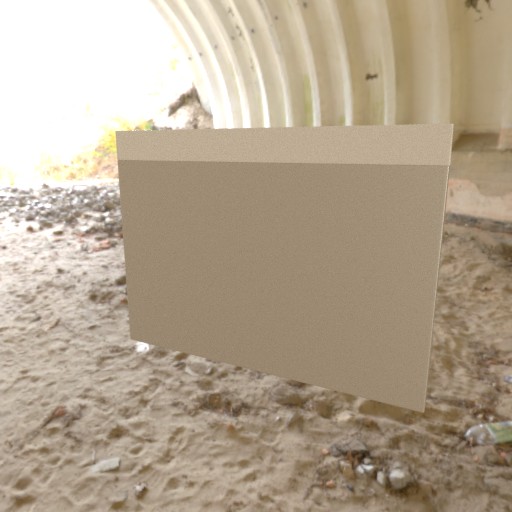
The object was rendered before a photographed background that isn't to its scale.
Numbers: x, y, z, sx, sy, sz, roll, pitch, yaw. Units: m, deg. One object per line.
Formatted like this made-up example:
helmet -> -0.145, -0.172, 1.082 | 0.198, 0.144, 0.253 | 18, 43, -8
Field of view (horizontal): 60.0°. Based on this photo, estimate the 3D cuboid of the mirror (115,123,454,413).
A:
mirror -> 0.000, 0.000, 1.135 | 0.870, 0.630, 0.030 | 7, 15, 26
